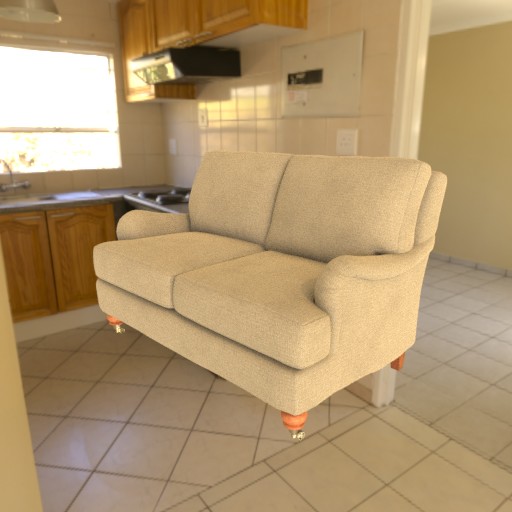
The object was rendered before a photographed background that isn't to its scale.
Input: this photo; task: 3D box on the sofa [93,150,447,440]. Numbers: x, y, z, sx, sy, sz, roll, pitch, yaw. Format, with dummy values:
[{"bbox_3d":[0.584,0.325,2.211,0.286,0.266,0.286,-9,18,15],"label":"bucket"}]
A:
[{"bbox_3d":[0.000,0.000,2.241,1.480,0.999,1.087,15,21,42],"label":"sofa"}]
